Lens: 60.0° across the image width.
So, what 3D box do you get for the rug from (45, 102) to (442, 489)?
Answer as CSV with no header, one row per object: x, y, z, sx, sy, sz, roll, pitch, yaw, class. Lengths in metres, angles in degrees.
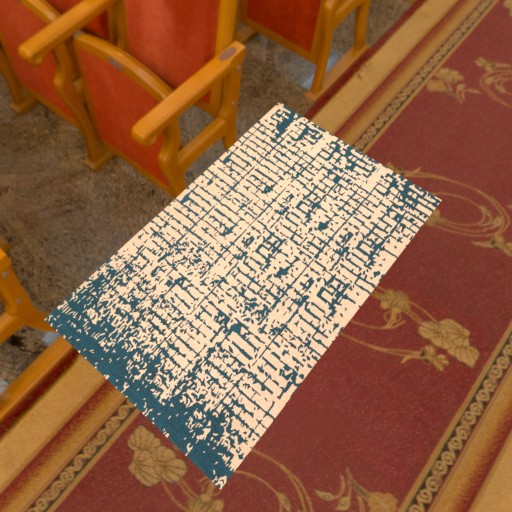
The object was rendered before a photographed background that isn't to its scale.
0.000,0.000,3.046,1.517,0.011,2.435,37,69,16,rug
